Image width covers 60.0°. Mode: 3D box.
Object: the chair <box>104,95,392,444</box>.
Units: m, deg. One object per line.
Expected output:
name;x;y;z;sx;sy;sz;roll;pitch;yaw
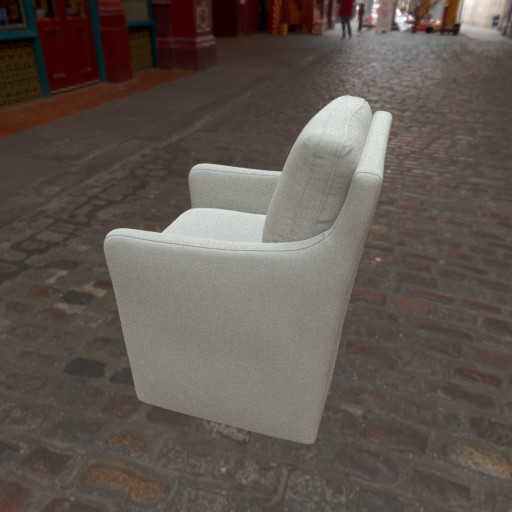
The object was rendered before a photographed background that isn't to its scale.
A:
chair;0.000;0.000;1.392;0.694;0.914;0.626;9;31;15
